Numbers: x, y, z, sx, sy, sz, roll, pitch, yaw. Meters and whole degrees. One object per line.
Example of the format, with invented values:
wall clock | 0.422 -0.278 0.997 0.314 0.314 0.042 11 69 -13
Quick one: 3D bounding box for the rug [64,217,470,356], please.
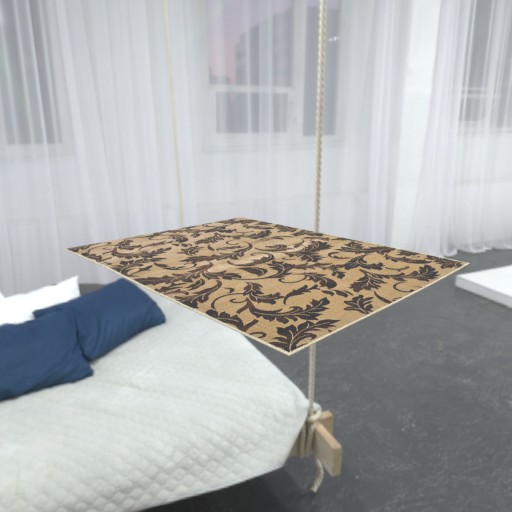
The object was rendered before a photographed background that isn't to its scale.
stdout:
rug | 0.000 0.000 4.109 2.380 0.008 2.977 -15 22 -42
